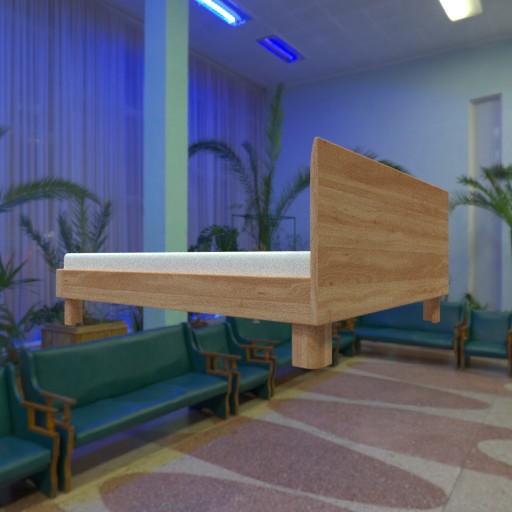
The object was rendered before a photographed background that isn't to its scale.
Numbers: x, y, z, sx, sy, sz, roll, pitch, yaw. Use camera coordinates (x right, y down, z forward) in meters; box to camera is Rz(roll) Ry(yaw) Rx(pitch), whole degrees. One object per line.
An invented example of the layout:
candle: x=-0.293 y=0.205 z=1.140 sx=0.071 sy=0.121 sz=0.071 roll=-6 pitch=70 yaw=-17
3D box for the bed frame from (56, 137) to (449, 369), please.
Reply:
bed frame: x=0.000 y=0.000 z=3.131 sx=2.092 sy=0.940 sz=1.872 roll=0 pitch=0 yaw=38
